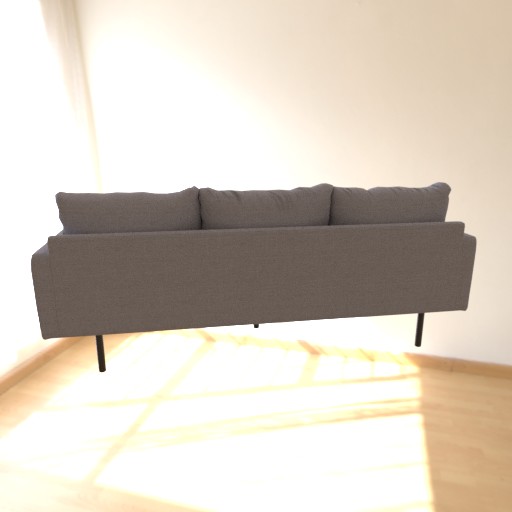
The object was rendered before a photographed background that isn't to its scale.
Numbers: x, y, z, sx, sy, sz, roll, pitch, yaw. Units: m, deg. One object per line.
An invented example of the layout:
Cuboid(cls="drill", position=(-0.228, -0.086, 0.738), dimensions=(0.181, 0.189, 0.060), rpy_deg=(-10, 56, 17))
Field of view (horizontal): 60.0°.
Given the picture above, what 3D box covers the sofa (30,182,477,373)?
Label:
Cuboid(cls="sofa", position=(0.000, 0.000, 2.383), dimensions=(2.000, 0.830, 0.850), rpy_deg=(-3, 16, -9))
